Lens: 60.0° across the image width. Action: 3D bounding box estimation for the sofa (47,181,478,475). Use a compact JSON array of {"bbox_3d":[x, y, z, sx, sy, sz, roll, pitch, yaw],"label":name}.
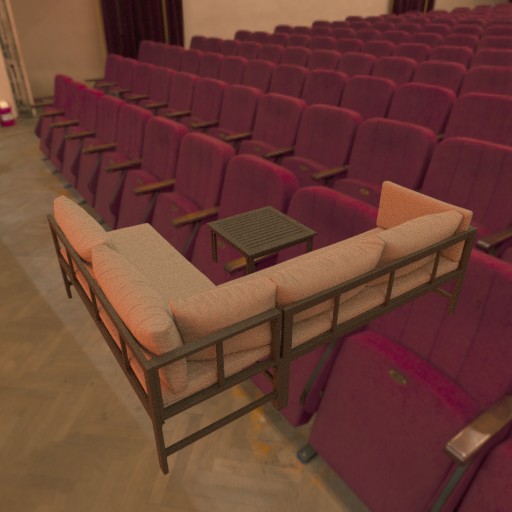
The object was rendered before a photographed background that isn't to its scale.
[{"bbox_3d":[0.000,0.000,2.858,2.096,0.758,1.658,-19,35,-29],"label":"sofa"}]
